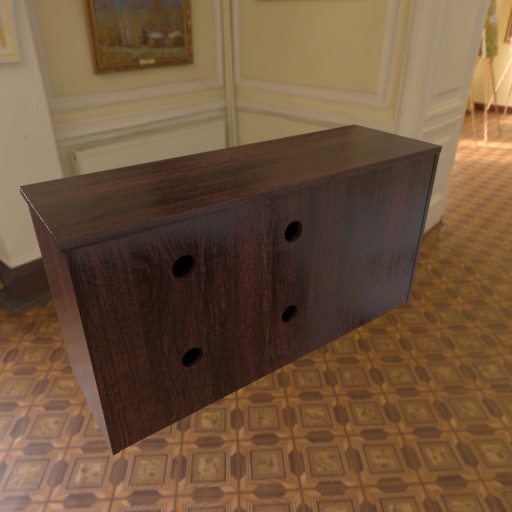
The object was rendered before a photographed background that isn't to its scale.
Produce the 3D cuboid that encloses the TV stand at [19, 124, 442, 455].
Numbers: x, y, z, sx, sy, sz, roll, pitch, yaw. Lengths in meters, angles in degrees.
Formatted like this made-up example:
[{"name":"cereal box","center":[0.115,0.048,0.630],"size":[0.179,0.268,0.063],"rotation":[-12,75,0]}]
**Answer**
[{"name":"TV stand","center":[0.000,0.000,1.424],"size":[1.192,0.614,0.404],"rotation":[-19,34,-30]}]
